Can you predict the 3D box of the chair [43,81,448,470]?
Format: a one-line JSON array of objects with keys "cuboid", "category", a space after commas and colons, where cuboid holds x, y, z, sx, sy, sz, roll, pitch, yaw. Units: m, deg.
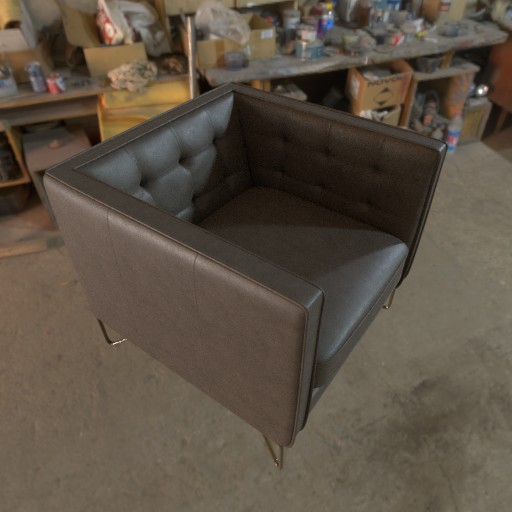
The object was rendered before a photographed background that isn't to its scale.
[{"cuboid": [0.000, 0.000, 1.549, 0.894, 0.790, 0.880, 26, 47, 26], "category": "chair"}]
